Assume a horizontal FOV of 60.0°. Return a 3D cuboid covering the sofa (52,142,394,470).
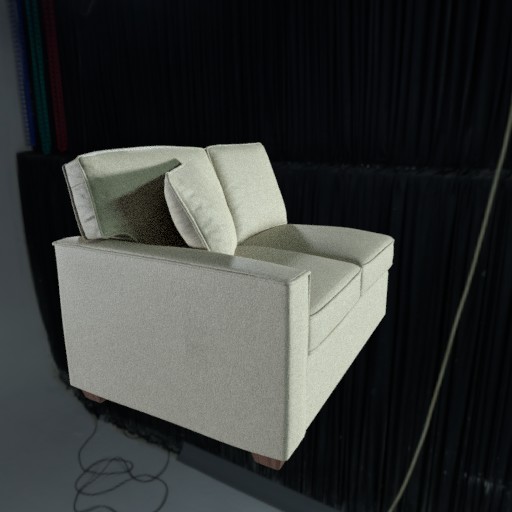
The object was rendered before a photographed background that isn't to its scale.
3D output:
[{"bbox_3d":[0.000,0.000,2.025,0.991,0.989,1.388,8,17,27],"label":"sofa"}]
